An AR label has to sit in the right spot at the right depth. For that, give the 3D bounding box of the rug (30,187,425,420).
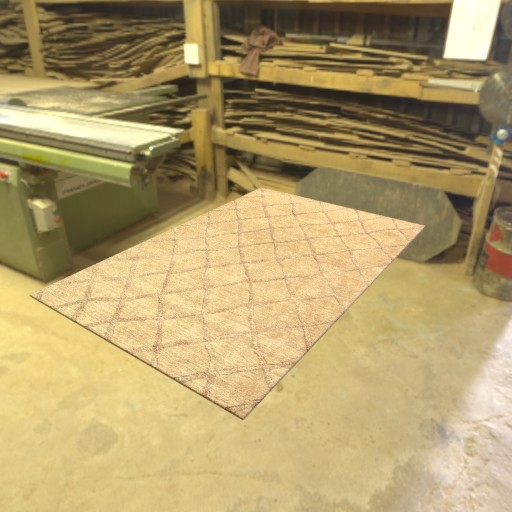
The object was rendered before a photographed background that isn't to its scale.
[{"bbox_3d":[0.000,0.000,2.950,1.528,0.014,2.292,18,33,31],"label":"rug"}]
